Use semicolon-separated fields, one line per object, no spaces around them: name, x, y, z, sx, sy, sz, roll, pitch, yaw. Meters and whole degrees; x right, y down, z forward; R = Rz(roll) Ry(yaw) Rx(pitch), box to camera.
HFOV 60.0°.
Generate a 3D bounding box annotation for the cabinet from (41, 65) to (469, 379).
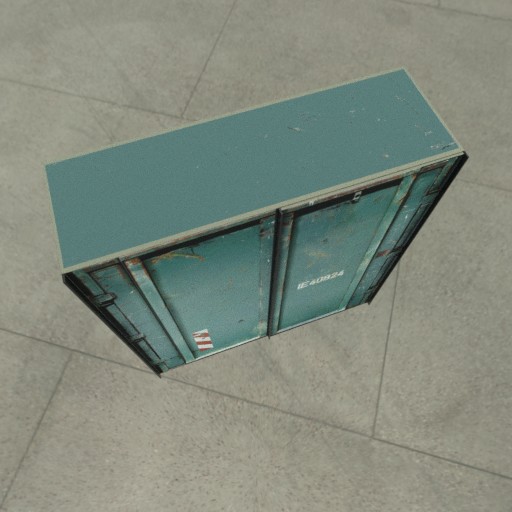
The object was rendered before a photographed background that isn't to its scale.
cabinet;0.000;0.000;3.155;2.000;2.160;0.680;-18;65;-9
